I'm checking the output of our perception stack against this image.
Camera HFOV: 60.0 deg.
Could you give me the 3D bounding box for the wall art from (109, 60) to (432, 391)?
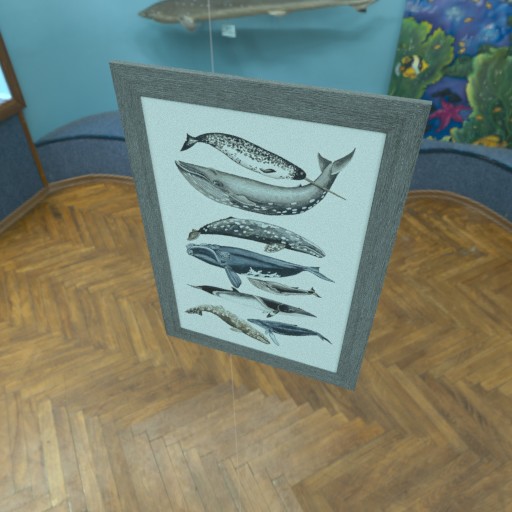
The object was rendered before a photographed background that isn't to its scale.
[{"bbox_3d":[0.000,0.000,1.363,0.768,1.070,0.020,13,43,15],"label":"wall art"}]
